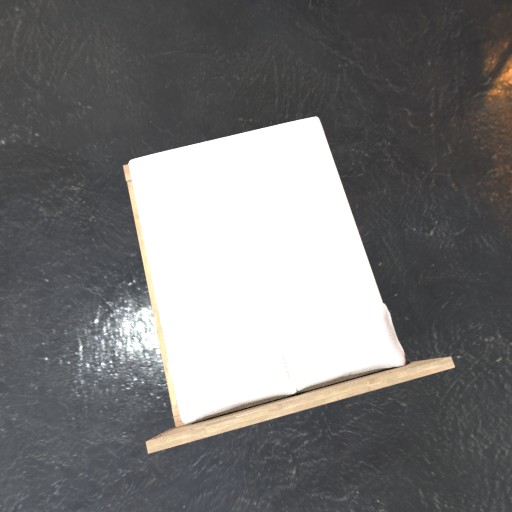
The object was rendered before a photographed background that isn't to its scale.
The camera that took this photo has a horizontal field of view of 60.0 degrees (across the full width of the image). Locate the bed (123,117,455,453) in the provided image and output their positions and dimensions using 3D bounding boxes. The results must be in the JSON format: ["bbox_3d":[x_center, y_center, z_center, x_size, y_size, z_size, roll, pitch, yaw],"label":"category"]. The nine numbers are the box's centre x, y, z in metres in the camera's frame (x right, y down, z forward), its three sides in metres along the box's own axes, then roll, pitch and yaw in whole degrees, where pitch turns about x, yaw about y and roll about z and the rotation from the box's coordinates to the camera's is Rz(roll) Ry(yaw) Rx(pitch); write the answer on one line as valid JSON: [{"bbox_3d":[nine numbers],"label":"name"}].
[{"bbox_3d":[0.000,0.000,3.232,1.759,1.071,2.145,-14,75,-4],"label":"bed"}]
